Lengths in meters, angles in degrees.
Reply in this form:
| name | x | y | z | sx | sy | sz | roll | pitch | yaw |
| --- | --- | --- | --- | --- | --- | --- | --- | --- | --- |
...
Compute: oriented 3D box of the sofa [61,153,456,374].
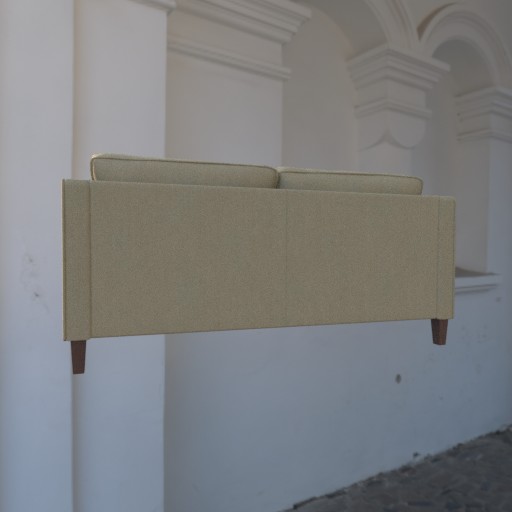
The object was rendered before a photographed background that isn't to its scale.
| name | x | y | z | sx | sy | sz | roll | pitch | yaw |
| --- | --- | --- | --- | --- | --- | --- | --- | --- | --- |
| sofa | 0.000 | 0.000 | 2.825 | 2.178 | 1.071 | 1.066 | 0 | 1 | -18 |
